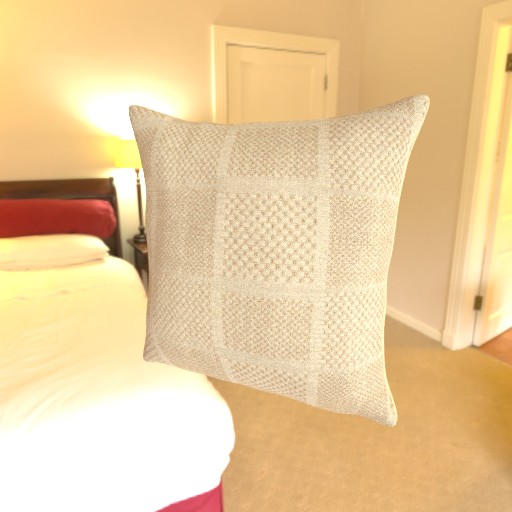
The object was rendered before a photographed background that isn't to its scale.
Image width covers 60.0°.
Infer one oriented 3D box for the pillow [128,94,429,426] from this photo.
[{"bbox_3d":[0.000,0.000,0.647,0.436,0.432,0.138,7,16,25],"label":"pillow"}]
